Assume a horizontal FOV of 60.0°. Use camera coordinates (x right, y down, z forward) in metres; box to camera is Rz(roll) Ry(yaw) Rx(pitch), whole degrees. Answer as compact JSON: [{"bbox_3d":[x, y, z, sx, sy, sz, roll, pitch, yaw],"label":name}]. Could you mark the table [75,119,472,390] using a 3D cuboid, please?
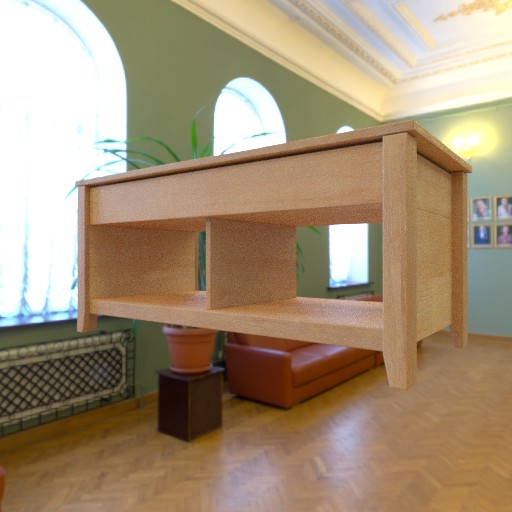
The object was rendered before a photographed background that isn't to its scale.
[{"bbox_3d":[0.000,0.000,1.240,1.016,0.457,0.483,0,0,37],"label":"table"}]
